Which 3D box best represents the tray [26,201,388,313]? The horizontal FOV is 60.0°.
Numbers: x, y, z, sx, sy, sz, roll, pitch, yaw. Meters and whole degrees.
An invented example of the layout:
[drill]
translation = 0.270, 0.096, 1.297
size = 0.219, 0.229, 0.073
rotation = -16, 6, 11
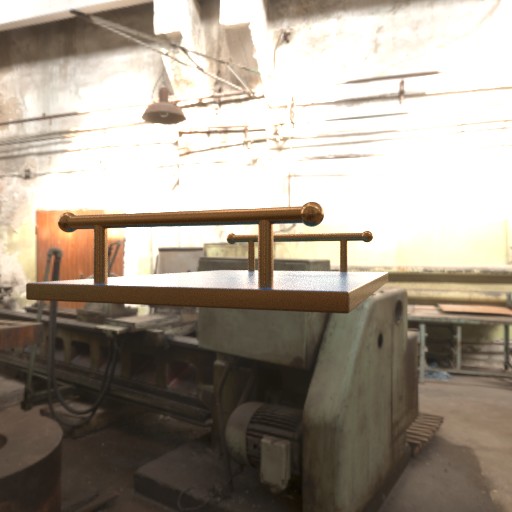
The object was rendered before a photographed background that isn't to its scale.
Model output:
[tray]
translation = 0.000, 0.000, 0.577
size = 0.304, 0.084, 0.444
rotation = 0, 0, 20
